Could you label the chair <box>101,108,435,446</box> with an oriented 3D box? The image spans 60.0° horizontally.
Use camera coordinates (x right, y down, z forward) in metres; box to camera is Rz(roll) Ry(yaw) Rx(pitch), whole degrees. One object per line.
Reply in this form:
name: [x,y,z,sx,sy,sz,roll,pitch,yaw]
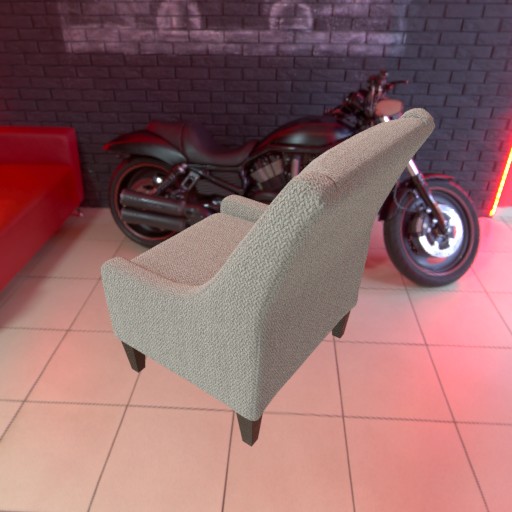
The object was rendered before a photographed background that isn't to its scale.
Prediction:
chair: [0.000,0.000,1.604,0.870,1.014,0.774,21,38,30]
